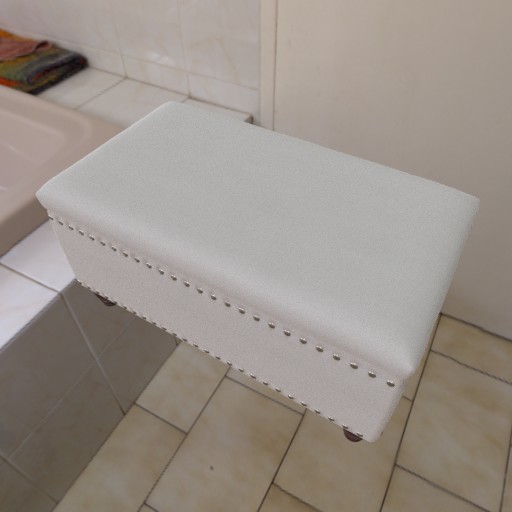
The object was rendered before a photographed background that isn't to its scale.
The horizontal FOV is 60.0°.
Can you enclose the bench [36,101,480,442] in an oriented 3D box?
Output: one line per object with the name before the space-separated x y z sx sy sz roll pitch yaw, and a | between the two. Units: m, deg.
bench | 0.000 0.000 1.144 0.887 0.449 0.500 23 51 21
